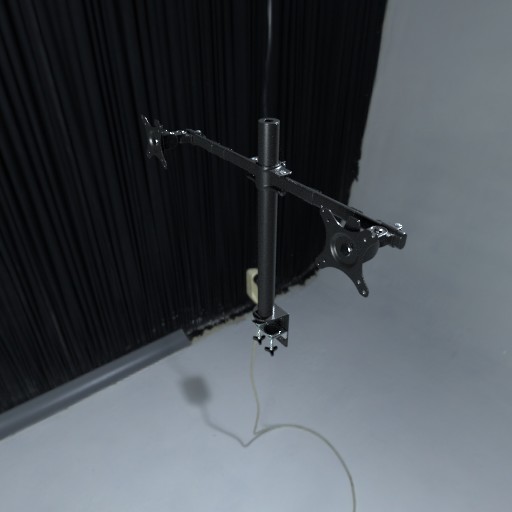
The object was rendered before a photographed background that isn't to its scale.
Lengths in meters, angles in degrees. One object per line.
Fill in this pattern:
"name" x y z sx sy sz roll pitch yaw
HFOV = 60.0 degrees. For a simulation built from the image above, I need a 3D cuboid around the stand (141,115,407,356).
"stand" 0.000 0.000 1.013 0.150 0.603 0.743 -22 38 -30
